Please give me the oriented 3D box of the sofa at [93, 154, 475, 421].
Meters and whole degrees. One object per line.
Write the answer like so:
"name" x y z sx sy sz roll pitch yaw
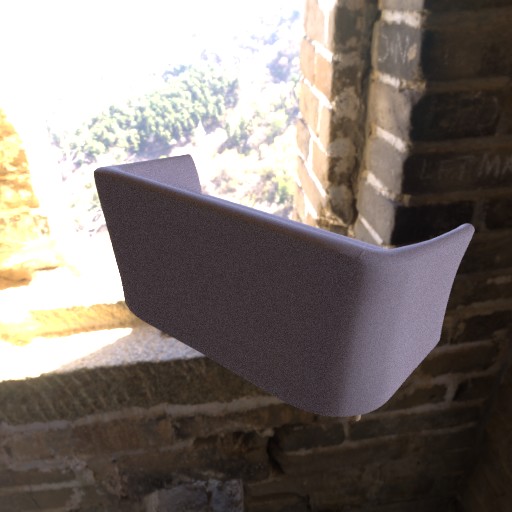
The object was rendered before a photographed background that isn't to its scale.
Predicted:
"sofa" 0.000 0.000 1.834 1.452 0.721 0.705 21 35 32
